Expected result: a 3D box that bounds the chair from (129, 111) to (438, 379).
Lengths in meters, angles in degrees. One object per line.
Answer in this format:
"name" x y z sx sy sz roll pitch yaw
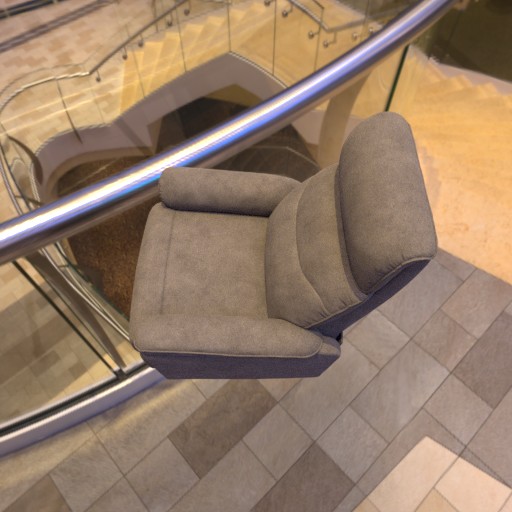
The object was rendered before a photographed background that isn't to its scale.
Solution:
"chair" 0.000 0.000 1.746 1.009 1.036 0.830 1 59 0
